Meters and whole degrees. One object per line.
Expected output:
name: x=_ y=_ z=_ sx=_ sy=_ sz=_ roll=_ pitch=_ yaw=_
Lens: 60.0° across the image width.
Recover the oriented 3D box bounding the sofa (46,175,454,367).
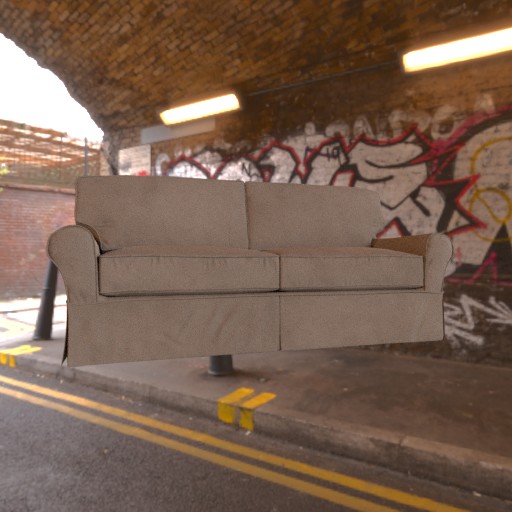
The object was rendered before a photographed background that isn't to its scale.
sofa: x=0.000 y=0.000 z=2.722 sx=2.246 sy=1.014 sz=0.900 roll=0 pitch=0 yaw=-18
